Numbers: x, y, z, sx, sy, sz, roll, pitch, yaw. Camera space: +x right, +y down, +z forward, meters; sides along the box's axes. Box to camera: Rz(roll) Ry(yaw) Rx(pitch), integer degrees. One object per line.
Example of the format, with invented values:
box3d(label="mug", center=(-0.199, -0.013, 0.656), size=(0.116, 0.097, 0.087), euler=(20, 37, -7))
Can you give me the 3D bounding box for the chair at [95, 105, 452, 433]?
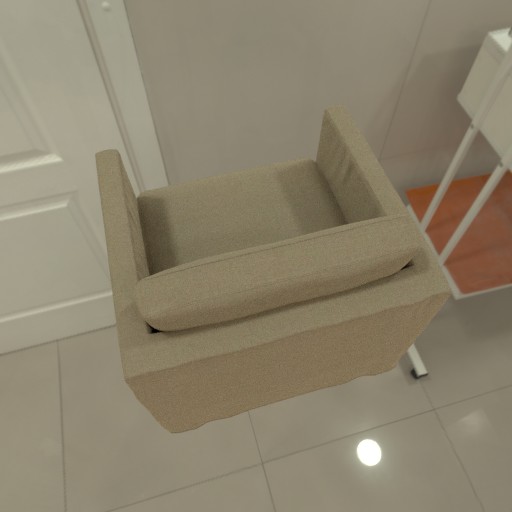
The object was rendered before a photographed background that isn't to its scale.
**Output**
box3d(label="chair", center=(0.000, 0.000, 1.752), size=(1.057, 0.863, 0.949), euler=(-14, 58, -9))
